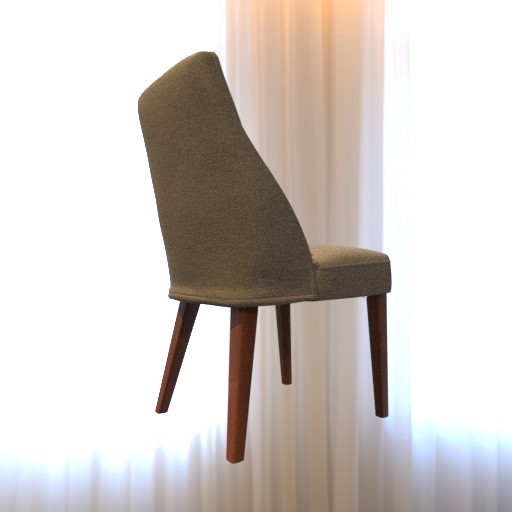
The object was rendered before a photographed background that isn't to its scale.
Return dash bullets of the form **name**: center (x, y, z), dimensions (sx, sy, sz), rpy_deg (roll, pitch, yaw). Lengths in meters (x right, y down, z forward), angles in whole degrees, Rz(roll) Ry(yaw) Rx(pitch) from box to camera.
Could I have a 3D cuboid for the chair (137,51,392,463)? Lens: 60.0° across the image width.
- **chair**: center (0.000, 0.000, 1.283), dimensions (0.620, 0.930, 0.500), rpy_deg (1, -1, -36)
